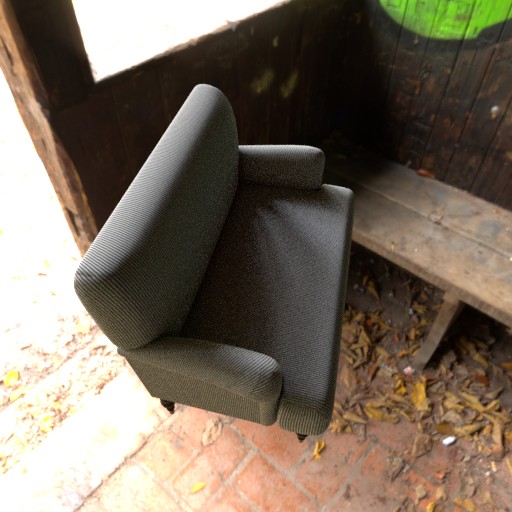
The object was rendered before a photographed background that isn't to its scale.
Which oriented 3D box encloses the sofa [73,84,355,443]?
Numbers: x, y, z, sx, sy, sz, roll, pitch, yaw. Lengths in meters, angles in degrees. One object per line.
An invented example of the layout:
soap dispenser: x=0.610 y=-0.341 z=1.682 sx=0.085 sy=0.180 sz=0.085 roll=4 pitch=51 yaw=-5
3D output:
sofa: x=0.000 y=0.000 z=1.839 sx=0.779 sy=0.889 sz=1.297 roll=9 pitch=48 yaw=8
